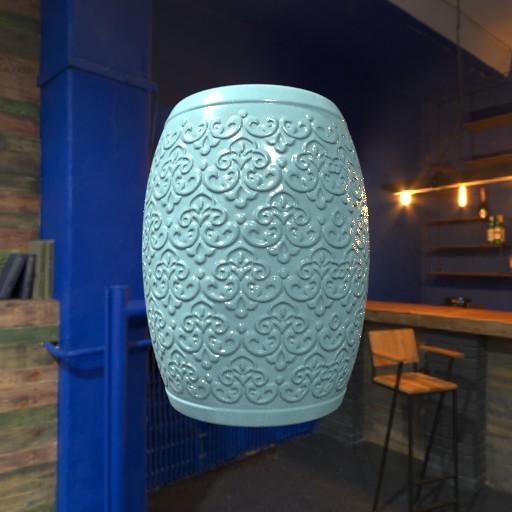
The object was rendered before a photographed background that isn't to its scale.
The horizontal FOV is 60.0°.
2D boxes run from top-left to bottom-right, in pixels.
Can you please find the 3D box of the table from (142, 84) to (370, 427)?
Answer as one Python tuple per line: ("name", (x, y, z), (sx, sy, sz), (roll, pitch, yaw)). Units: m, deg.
("table", (0.000, 0.000, 0.622), (0.309, 0.397, 0.309), (0, -1, 0))
